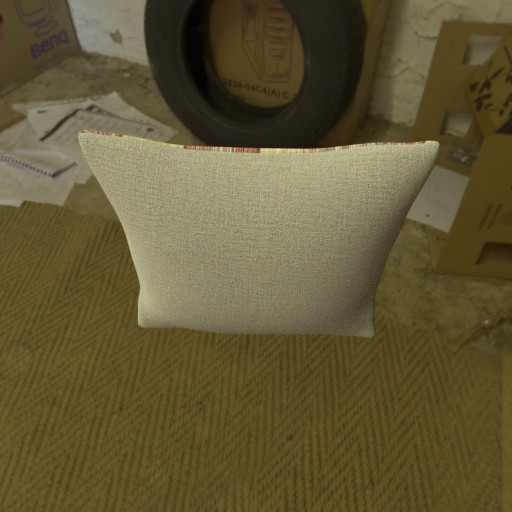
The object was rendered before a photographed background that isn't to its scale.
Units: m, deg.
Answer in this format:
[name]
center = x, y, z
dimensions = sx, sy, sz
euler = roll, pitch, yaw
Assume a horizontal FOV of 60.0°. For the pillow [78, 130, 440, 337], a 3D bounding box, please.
[pillow]
center = 0.000, 0.000, 0.673
dimensions = 0.437, 0.419, 0.136
euler = 2, 48, 2
